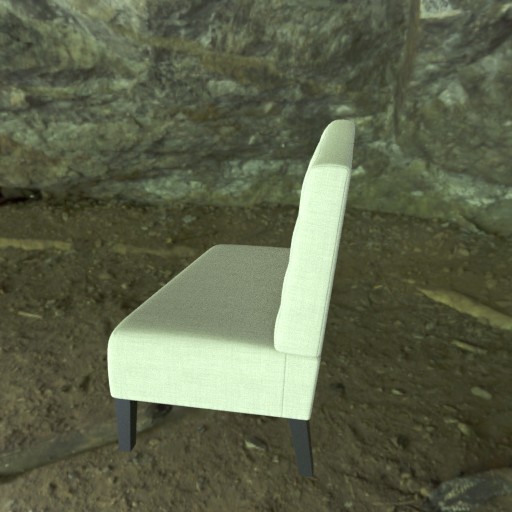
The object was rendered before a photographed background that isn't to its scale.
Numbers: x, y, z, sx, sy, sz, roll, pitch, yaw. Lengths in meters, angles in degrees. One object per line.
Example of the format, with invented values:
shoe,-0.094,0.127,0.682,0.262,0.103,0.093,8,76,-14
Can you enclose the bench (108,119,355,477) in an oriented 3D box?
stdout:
bench,0.000,0.000,2.019,0.815,1.180,1.335,3,15,11
